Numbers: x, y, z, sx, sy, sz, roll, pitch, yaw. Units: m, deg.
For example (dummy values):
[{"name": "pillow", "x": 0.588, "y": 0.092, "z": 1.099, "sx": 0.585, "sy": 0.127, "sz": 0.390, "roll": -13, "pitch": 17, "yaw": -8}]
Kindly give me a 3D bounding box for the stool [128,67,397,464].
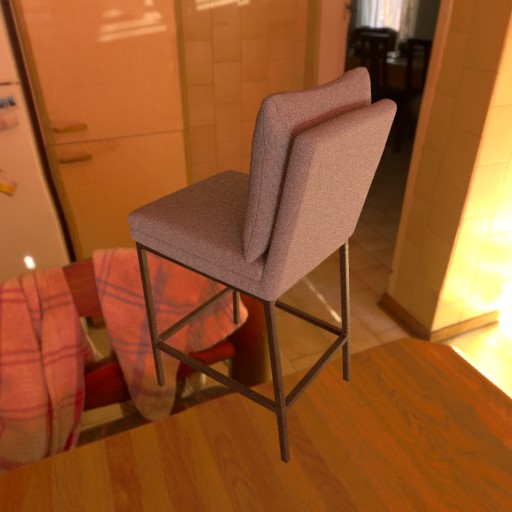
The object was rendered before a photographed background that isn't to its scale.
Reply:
[{"name": "stool", "x": 0.000, "y": 0.000, "z": 1.322, "sx": 0.569, "sy": 1.031, "sz": 0.463, "roll": 20, "pitch": 36, "yaw": 31}]
